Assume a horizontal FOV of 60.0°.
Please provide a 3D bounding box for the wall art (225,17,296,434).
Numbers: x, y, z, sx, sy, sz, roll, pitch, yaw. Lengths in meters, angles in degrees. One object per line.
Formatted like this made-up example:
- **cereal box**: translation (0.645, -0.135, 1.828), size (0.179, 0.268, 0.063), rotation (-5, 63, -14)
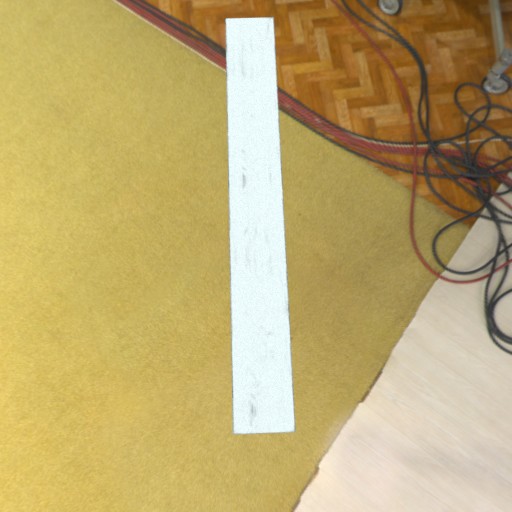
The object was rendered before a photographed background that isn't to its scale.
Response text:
- **wall art**: translation (0.000, 0.000, 0.455), size (0.038, 0.305, 0.305), rotation (-2, 75, 0)
